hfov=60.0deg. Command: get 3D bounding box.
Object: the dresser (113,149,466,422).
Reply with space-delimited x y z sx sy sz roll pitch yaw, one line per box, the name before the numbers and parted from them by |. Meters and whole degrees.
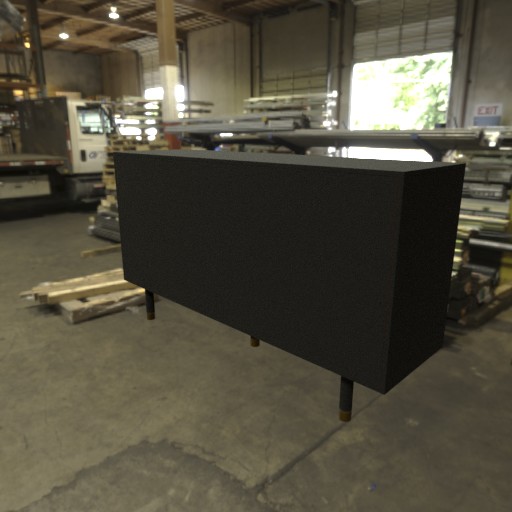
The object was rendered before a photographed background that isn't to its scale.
dresser | 0.000 0.000 1.982 1.558 0.872 0.463 15 22 42
